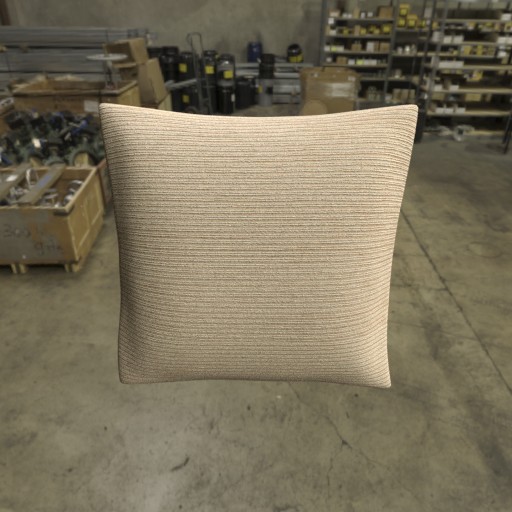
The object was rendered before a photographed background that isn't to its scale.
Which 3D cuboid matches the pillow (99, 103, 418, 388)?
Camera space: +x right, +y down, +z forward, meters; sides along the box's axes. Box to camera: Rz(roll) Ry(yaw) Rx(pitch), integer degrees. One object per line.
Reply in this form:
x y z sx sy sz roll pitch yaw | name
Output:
0.000 0.000 0.639 0.424 0.401 0.177 1 30 1 | pillow
